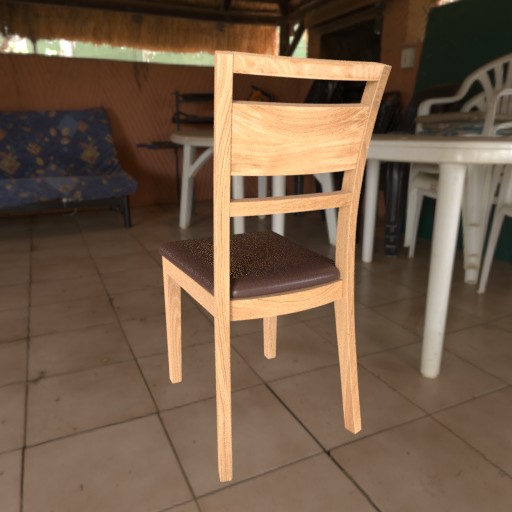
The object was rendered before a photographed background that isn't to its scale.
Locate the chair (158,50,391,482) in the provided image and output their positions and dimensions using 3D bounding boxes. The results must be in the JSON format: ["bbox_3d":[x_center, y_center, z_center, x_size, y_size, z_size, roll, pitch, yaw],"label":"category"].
[{"bbox_3d":[0.000,0.000,1.205,0.420,0.940,0.545,-8,18,-25],"label":"chair"}]
